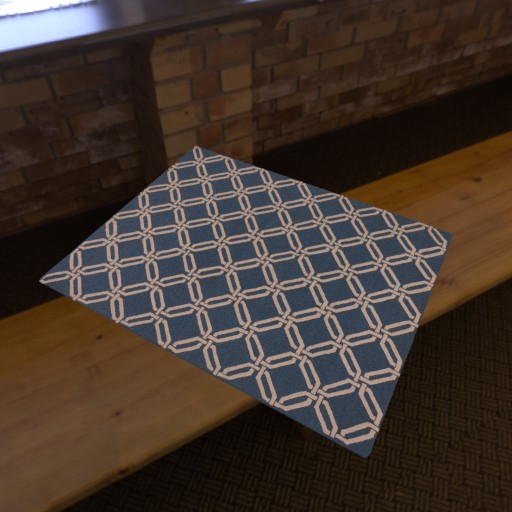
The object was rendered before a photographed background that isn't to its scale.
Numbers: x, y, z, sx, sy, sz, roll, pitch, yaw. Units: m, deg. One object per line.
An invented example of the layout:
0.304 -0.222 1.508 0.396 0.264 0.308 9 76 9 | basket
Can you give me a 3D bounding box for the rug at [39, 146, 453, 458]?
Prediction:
0.000 0.000 3.859 2.867 0.020 2.277 23 51 20 | rug
